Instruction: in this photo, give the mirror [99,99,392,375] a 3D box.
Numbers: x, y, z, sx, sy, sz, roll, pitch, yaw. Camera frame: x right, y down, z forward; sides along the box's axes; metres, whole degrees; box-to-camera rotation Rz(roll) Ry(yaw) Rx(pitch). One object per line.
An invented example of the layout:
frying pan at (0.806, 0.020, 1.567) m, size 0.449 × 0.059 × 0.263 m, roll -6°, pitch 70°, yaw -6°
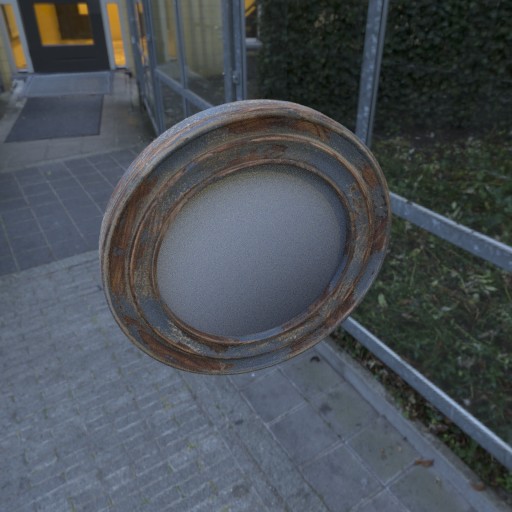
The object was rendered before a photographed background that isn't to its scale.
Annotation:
mirror at (0.000, 0.000, 0.878) m, size 0.585 × 0.585 × 0.061 m, roll -10°, pitch 33°, yaw -16°
